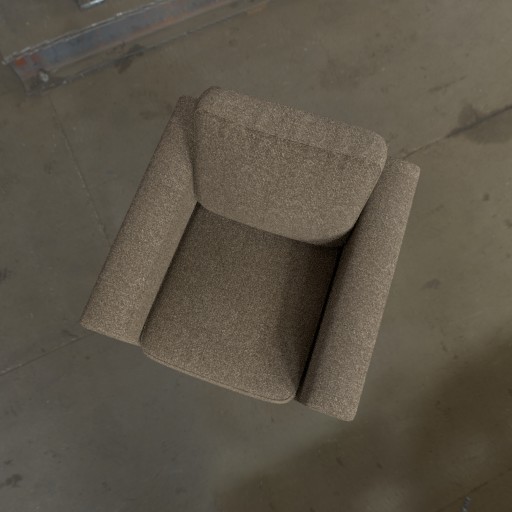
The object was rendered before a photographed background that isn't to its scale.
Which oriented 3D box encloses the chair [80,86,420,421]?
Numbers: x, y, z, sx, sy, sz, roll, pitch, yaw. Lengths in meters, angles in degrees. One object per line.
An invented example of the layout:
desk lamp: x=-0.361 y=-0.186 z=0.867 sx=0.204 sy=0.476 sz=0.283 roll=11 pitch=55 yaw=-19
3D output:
chair: x=0.000 y=0.000 z=1.732 sx=1.005 sy=0.873 sz=1.016 roll=18 pitch=75 yaw=5
